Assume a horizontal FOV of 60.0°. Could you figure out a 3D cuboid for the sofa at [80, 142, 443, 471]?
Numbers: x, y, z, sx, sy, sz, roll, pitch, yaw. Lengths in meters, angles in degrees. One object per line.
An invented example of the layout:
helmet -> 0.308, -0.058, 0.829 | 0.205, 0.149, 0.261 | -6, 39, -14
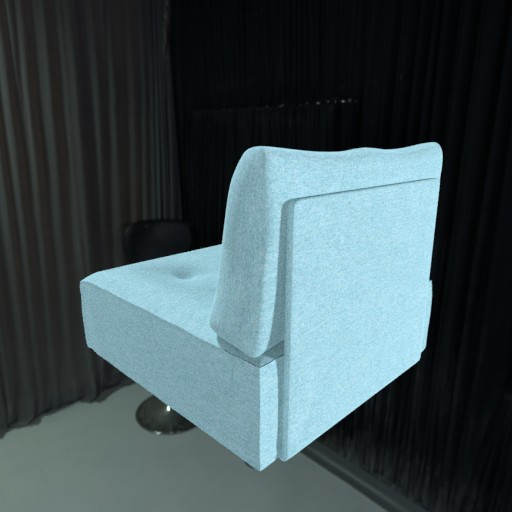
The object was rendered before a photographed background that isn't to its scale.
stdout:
sofa -> 0.000, 0.000, 1.649 | 0.930, 0.820, 1.000 | -15, 21, -43
